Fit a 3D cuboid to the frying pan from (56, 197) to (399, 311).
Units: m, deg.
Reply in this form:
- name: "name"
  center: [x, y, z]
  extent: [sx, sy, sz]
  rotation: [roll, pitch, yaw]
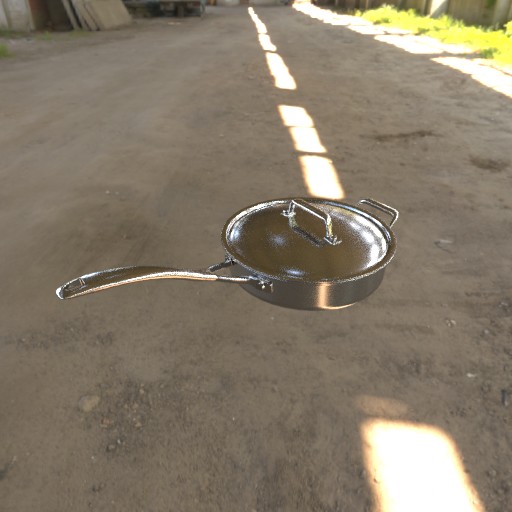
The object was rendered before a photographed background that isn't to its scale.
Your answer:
- name: "frying pan"
  center: [0.000, 0.000, 0.672]
  extent: [0.561, 0.114, 0.280]
  rotation: [-20, 37, -29]
